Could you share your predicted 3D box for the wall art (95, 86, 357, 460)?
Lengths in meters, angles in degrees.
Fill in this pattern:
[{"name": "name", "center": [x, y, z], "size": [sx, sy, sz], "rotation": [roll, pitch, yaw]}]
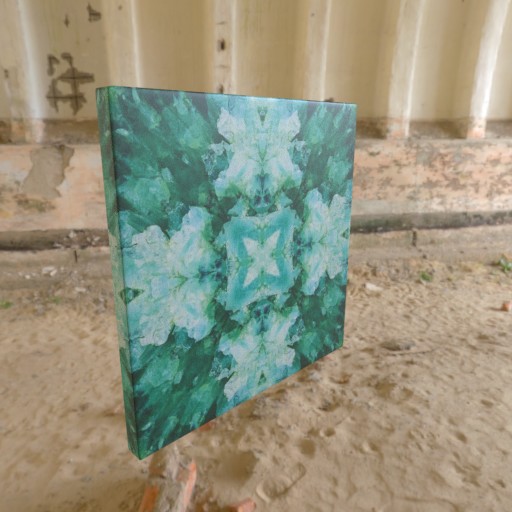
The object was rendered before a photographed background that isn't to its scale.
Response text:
[{"name": "wall art", "center": [0.000, 0.000, 0.752], "size": [0.507, 0.508, 0.038], "rotation": [-15, 22, -42]}]
